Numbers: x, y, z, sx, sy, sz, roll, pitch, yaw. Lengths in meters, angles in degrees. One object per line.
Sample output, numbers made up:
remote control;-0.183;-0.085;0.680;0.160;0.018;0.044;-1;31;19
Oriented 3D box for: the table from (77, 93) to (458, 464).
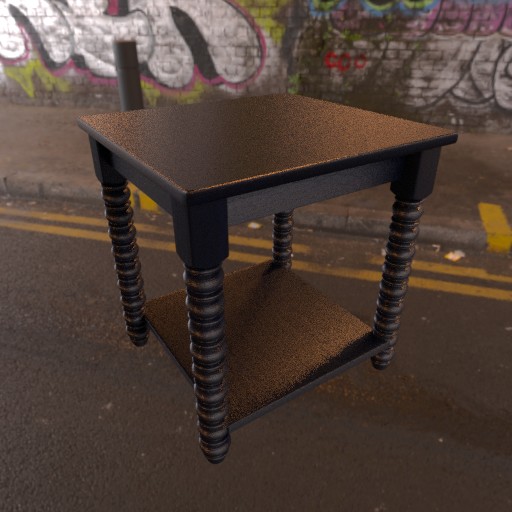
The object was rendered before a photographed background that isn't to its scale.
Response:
table;0.000;0.000;0.968;0.533;0.567;0.500;-18;34;-29
